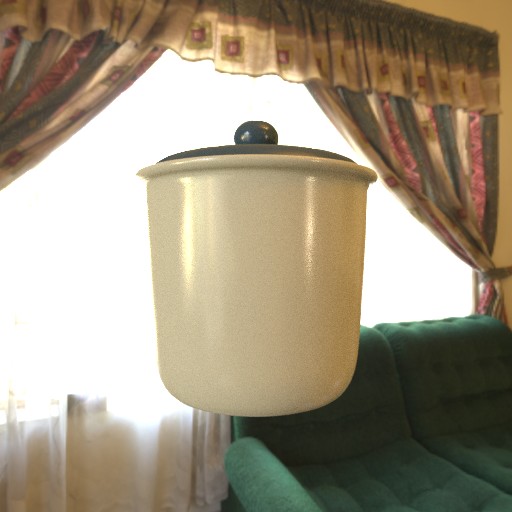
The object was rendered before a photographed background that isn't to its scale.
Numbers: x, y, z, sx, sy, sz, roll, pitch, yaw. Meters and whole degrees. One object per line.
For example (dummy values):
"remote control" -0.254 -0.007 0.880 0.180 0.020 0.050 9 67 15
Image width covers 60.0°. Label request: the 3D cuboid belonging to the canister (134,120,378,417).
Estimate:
"canister" 0.000 0.000 0.344 0.182 0.208 0.182 0 0 0
